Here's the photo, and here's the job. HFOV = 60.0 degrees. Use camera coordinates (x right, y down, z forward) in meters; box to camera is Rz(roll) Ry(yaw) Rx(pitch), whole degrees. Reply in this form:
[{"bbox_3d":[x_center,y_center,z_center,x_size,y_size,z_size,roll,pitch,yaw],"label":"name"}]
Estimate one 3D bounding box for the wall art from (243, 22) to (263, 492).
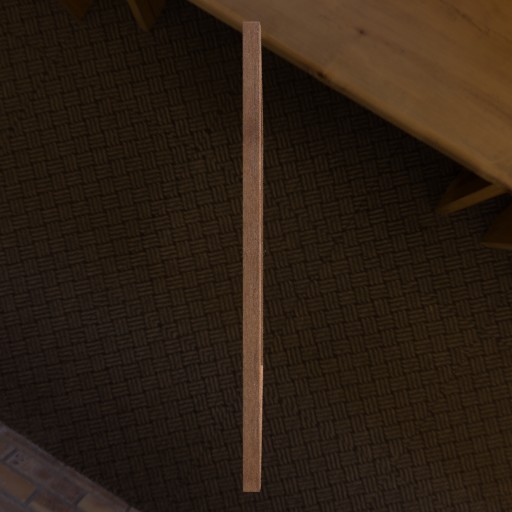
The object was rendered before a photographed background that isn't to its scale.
[{"bbox_3d":[0.000,0.000,0.944,0.026,0.588,0.690,0,91,1],"label":"wall art"}]
